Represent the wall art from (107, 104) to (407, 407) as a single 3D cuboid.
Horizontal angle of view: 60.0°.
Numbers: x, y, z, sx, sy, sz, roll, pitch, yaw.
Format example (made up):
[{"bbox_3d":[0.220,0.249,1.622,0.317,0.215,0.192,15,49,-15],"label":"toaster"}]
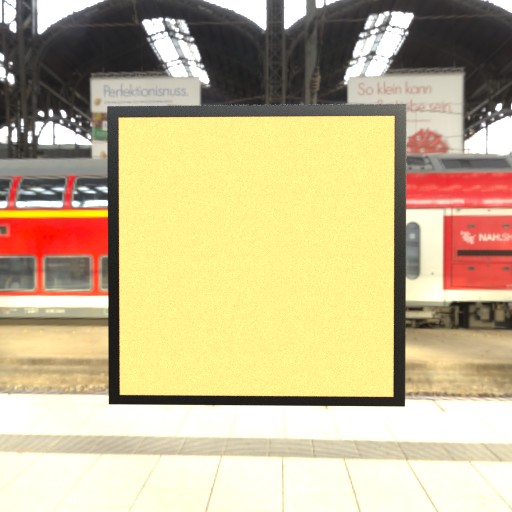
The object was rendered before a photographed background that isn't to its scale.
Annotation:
[{"bbox_3d":[0.000,0.000,1.139,0.755,0.761,0.038,0,1,1],"label":"wall art"}]
